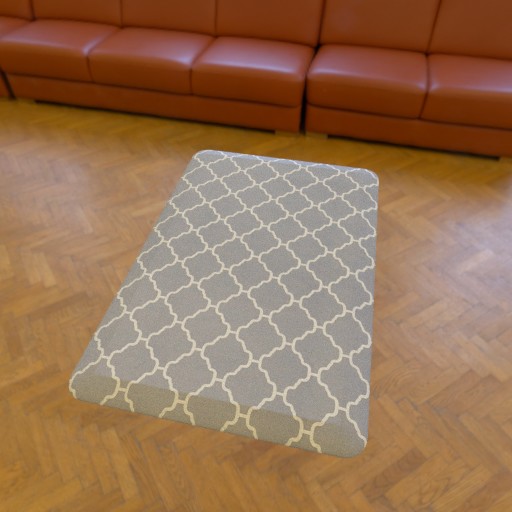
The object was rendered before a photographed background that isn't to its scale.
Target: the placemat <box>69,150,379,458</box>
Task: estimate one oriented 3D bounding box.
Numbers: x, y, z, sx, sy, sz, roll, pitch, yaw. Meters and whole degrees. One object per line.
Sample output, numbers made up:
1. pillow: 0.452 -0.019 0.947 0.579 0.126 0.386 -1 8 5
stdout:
1. placemat: 0.000 0.000 0.959 0.508 0.021 0.762 9 47 8
